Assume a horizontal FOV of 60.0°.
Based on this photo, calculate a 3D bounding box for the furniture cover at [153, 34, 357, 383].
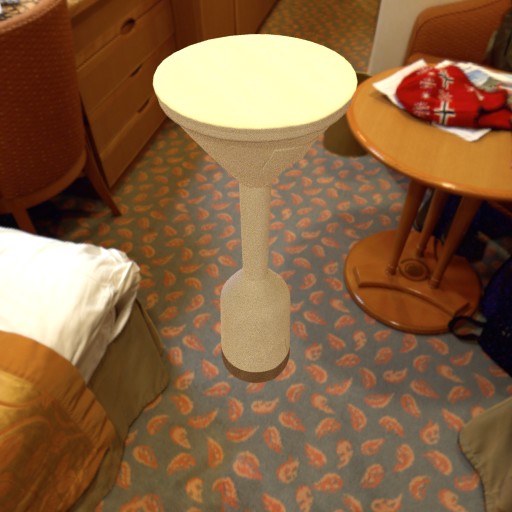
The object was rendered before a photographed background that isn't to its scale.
[{"bbox_3d":[0.000,0.000,2.876,0.914,2.413,0.914,-24,52,-21],"label":"furniture cover"}]
